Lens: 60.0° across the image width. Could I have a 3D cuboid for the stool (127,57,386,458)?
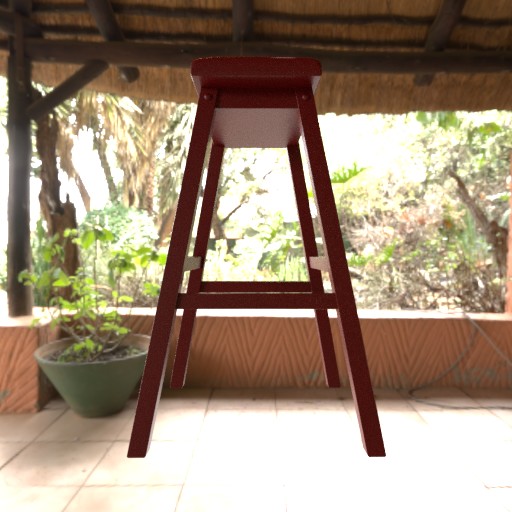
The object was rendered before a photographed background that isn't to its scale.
[{"bbox_3d":[0.000,0.000,1.038,0.476,0.737,0.457,0,0,0],"label":"stool"}]
